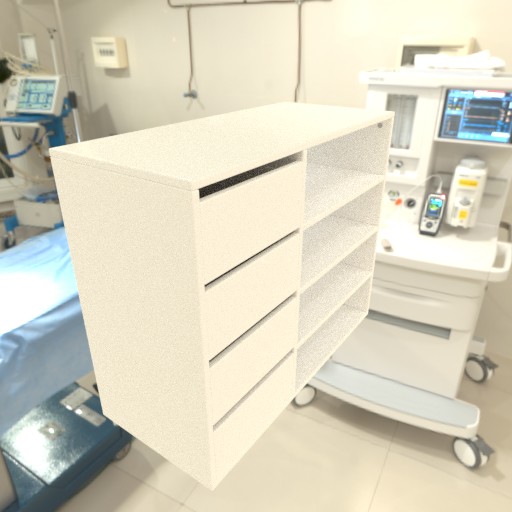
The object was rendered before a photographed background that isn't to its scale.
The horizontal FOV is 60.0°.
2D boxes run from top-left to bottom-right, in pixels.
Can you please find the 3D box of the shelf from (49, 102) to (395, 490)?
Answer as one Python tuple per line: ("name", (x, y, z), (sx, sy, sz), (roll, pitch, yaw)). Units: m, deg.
("shelf", (0.000, 0.000, 1.283), (0.396, 0.732, 0.895), (18, 31, 32))
